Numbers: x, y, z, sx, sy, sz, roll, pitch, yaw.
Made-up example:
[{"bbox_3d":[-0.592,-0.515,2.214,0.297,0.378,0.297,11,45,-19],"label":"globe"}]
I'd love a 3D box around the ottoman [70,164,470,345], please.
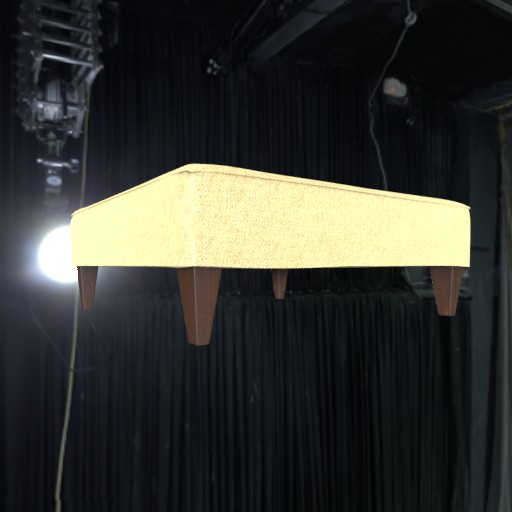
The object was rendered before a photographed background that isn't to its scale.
[{"bbox_3d":[0.000,0.000,1.490,0.981,0.378,0.970,1,-1,-35],"label":"ottoman"}]
